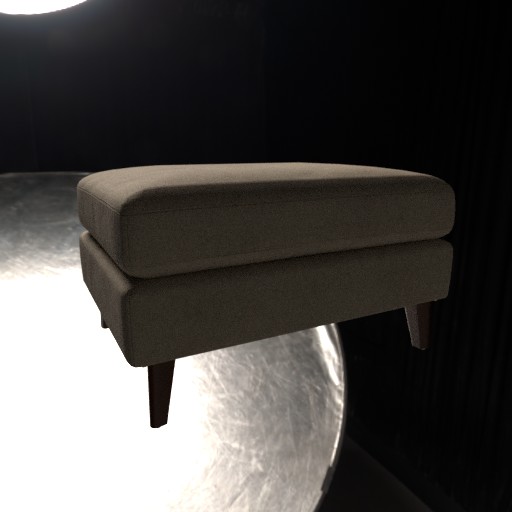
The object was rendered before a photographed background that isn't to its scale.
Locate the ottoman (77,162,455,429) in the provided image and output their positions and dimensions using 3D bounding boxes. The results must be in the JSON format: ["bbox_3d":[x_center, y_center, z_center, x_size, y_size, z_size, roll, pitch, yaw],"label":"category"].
[{"bbox_3d":[0.000,0.000,1.192,0.823,0.478,0.610,-7,16,-27],"label":"ottoman"}]
